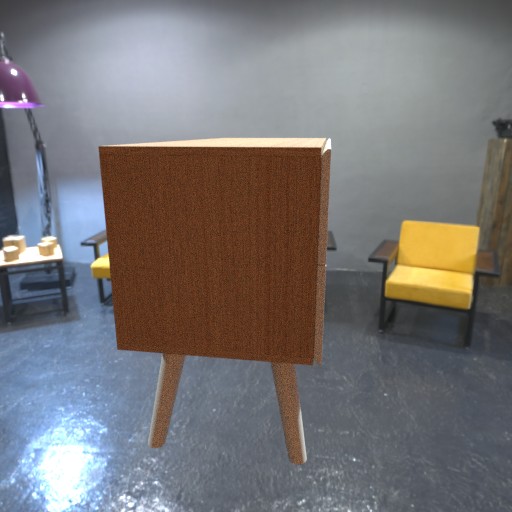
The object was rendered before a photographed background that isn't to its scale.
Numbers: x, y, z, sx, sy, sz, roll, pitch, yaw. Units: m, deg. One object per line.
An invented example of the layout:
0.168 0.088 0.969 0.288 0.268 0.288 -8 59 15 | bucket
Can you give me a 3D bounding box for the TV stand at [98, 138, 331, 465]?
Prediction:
0.000 0.000 1.312 0.407 0.660 0.991 2 16 9 | TV stand
